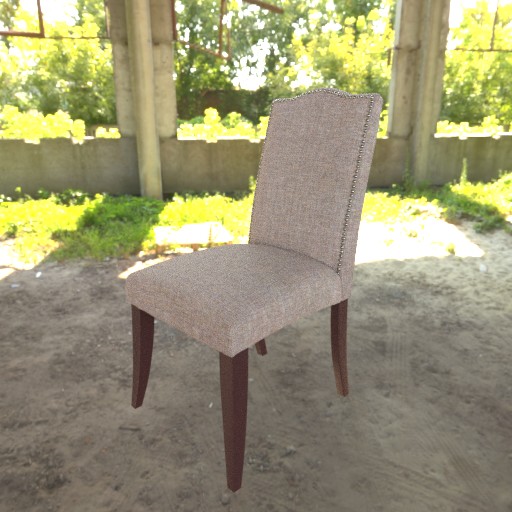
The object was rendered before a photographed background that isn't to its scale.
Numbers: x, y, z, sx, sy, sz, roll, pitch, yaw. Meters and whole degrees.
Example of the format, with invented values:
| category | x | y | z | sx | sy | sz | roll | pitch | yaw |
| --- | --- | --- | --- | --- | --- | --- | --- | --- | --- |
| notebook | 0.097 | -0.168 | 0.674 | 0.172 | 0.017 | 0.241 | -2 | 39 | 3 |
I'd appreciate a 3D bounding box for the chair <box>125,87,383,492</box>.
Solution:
| category | x | y | z | sx | sy | sz | roll | pitch | yaw |
| --- | --- | --- | --- | --- | --- | --- | --- | --- | --- |
| chair | 0.000 | 0.000 | 1.379 | 0.660 | 1.016 | 0.513 | -15 | 22 | -42 |
